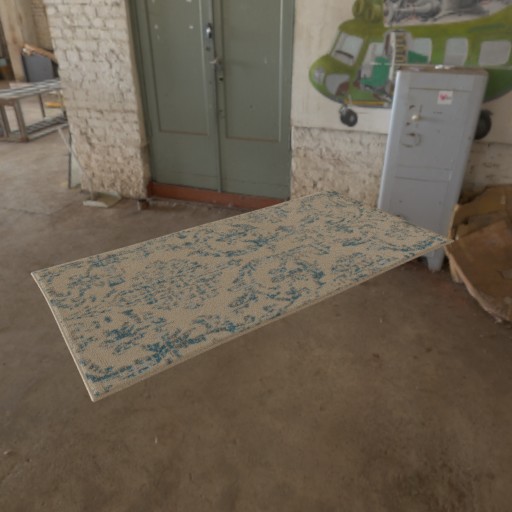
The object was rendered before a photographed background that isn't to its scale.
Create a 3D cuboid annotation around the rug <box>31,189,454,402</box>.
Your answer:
[{"bbox_3d":[0.000,0.000,1.406,1.220,0.007,0.605,-19,34,-30],"label":"rug"}]
